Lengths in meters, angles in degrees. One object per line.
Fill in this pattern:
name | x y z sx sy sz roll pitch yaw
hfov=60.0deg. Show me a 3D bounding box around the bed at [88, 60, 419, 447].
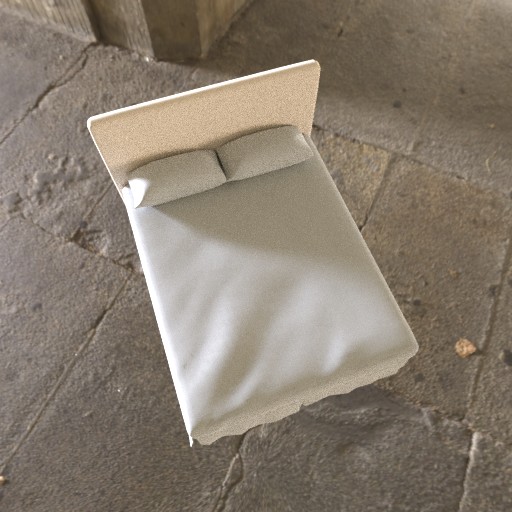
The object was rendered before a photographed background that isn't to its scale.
bed | 0.000 0.000 3.239 1.748 1.330 2.142 -18 66 -8
